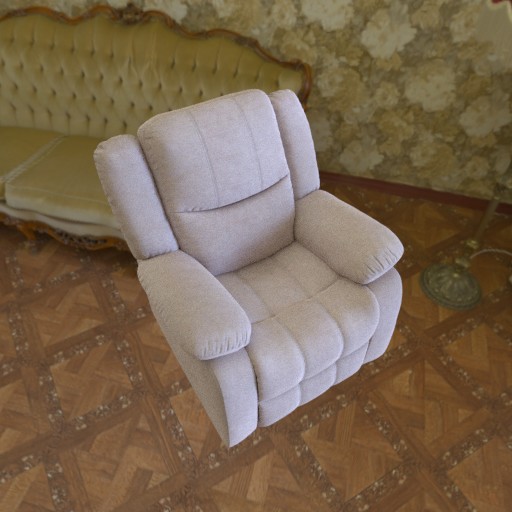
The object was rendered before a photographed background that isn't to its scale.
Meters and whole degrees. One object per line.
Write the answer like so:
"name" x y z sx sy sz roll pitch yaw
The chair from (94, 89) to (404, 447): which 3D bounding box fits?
"chair" 0.000 0.000 1.756 0.899 1.008 0.944 -24 51 -21
